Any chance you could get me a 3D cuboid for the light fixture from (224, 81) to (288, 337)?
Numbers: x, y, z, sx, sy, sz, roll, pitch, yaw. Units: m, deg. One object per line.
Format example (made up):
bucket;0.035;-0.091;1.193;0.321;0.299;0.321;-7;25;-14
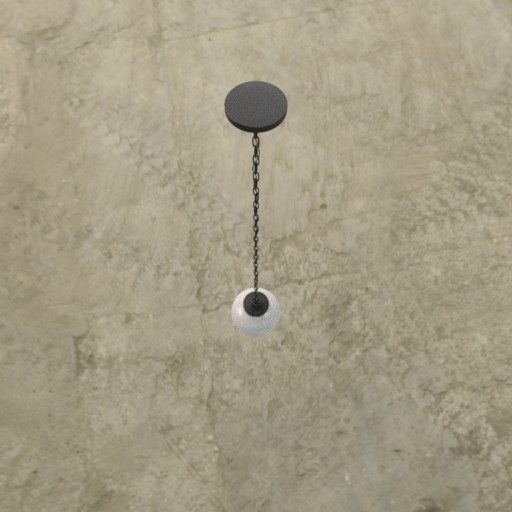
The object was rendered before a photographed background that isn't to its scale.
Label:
light fixture;0.000;0.000;2.040;0.305;1.867;0.304;15;65;7
